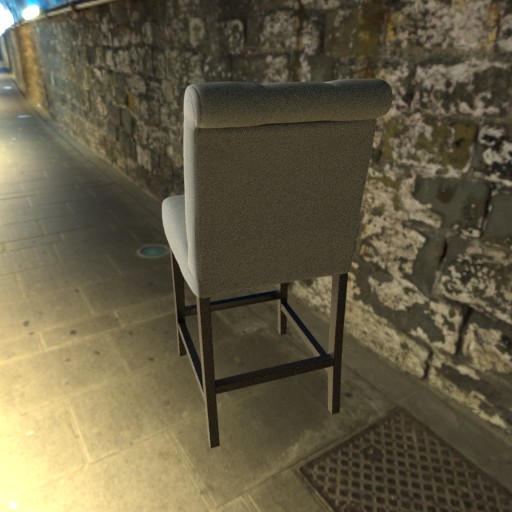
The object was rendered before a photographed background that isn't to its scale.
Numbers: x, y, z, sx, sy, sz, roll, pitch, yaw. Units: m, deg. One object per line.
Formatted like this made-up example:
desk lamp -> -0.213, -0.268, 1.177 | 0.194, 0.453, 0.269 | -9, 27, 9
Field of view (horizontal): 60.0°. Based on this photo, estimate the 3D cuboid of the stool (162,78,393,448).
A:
stool -> 0.000, 0.000, 1.370 | 0.493, 1.040, 0.601 | -9, 27, -17
